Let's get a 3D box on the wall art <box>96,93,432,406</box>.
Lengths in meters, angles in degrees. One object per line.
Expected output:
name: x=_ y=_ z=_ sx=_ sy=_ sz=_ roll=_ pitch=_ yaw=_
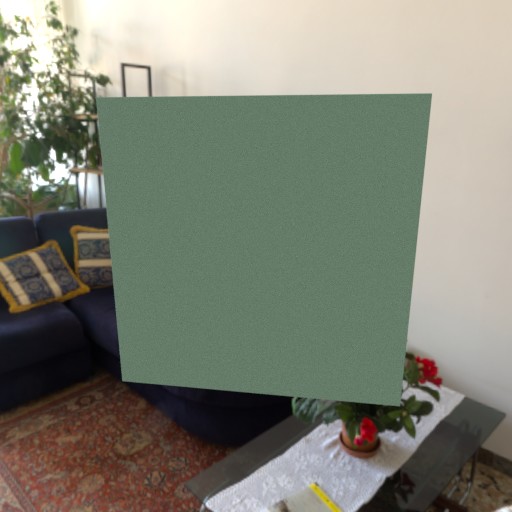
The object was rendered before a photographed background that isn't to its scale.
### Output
wall art: x=0.000 y=0.000 z=0.886 sx=0.603 sy=0.603 sz=0.036 roll=2 pitch=16 yaw=9
